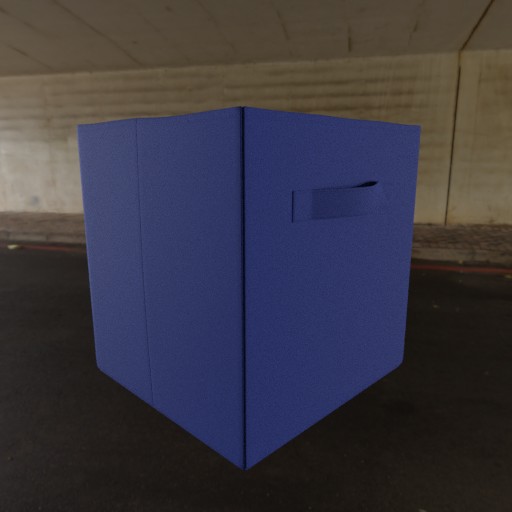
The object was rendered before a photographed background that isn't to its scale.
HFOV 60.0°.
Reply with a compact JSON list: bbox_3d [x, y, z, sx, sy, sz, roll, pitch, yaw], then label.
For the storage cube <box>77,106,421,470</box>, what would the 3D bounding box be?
[{"bbox_3d":[0.000,0.000,0.492,0.270,0.280,0.270,12,17,43],"label":"storage cube"}]
